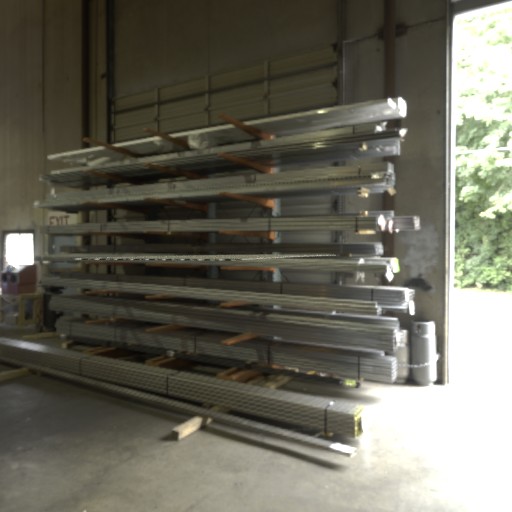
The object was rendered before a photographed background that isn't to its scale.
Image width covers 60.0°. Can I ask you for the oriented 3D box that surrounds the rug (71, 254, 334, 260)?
[{"bbox_3d":[0.000,0.000,2.540,0.620,0.008,2.372,0,1,18],"label":"rug"}]
